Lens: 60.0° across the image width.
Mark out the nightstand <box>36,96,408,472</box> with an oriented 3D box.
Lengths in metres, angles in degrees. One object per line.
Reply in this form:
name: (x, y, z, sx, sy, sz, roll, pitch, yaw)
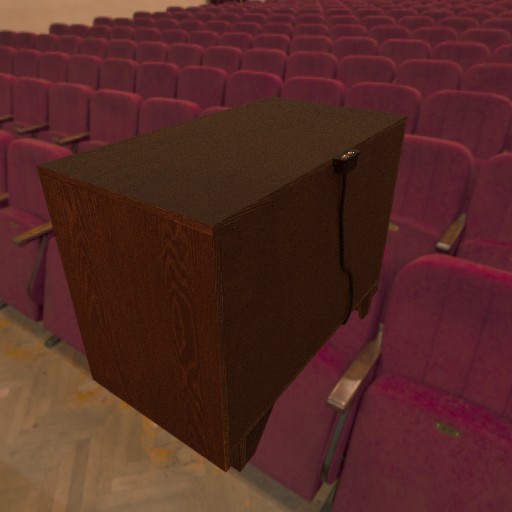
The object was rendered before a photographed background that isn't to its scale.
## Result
nightstand: (0.000, 0.000, 1.134, 0.457, 0.612, 0.775, 20, 36, 30)
